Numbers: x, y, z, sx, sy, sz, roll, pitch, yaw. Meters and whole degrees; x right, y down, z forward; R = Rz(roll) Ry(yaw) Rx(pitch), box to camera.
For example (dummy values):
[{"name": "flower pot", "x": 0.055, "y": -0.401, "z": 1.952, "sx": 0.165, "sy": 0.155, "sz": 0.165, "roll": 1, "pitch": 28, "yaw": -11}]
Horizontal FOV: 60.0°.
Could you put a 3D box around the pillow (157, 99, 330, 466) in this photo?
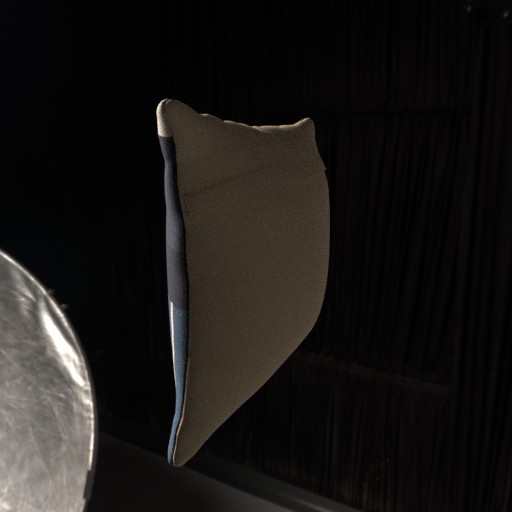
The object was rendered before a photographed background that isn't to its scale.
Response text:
[{"name": "pillow", "x": 0.000, "y": 0.000, "z": 0.800, "sx": 0.229, "sy": 0.506, "sz": 0.536, "roll": 8, "pitch": 17, "yaw": 25}]
